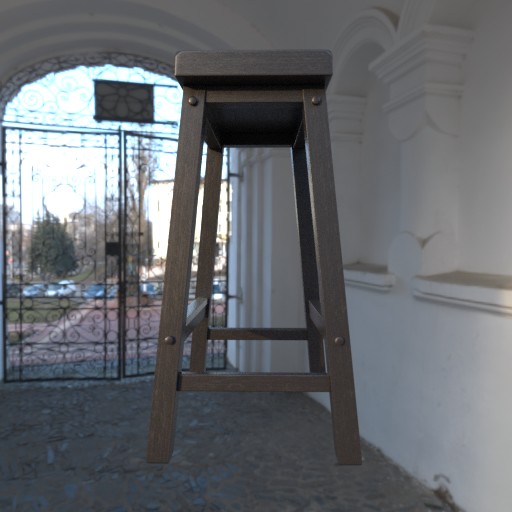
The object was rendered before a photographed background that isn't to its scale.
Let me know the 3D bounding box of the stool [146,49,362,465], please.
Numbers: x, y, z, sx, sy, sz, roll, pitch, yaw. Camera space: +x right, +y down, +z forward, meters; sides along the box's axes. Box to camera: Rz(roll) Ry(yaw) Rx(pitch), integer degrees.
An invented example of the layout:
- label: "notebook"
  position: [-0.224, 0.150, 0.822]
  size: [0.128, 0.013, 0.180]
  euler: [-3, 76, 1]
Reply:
- label: "stool"
  position: [0.000, 0.000, 0.852]
  size: [0.322, 0.610, 0.406]
  euler: [0, 2, 1]
